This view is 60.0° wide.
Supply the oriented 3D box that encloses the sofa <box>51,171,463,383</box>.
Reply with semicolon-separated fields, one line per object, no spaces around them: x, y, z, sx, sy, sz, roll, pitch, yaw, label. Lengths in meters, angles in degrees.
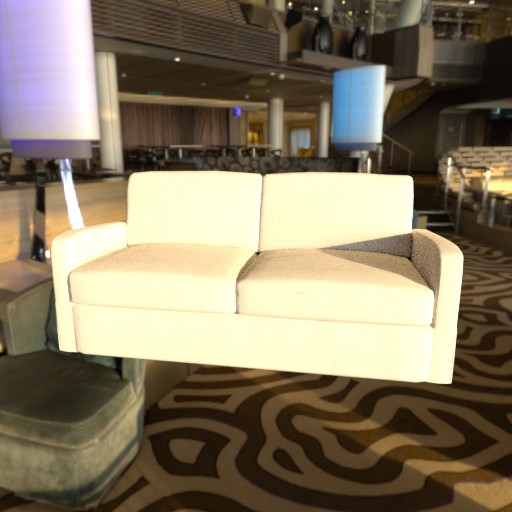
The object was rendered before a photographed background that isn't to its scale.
0.000;0.000;2.297;1.808;0.831;0.894;2;14;10;sofa
